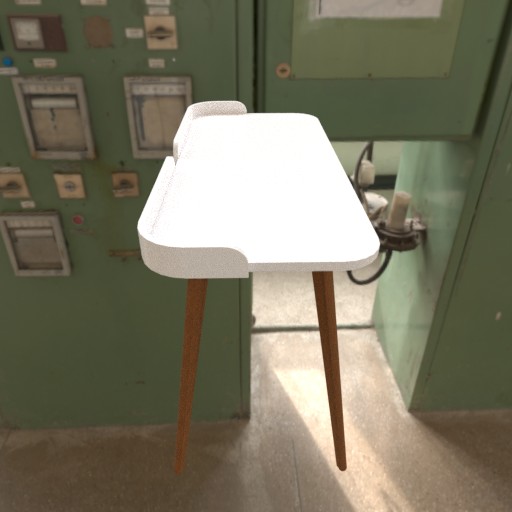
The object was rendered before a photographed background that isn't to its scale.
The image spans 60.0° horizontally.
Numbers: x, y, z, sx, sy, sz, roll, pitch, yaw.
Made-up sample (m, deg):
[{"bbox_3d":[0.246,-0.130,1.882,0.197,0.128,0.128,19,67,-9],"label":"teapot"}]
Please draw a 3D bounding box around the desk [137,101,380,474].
[{"bbox_3d":[0.000,0.000,1.601,0.534,0.807,1.206,-1,32,-1],"label":"desk"}]
